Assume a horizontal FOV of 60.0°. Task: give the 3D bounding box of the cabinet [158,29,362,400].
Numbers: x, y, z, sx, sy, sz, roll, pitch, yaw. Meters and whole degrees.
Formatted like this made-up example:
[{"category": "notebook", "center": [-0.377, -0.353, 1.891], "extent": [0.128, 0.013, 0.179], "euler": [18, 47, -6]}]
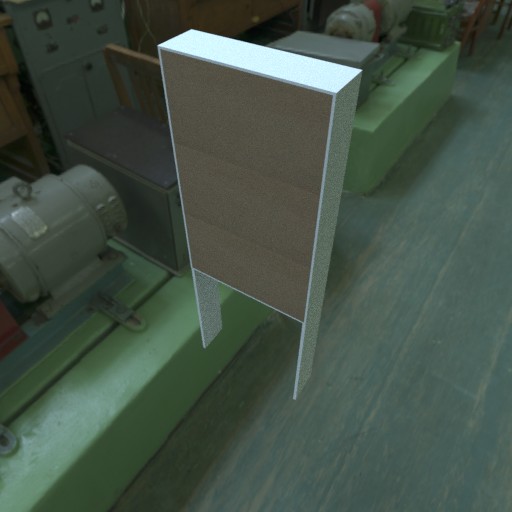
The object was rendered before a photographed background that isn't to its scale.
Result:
[{"category": "cabinet", "center": [0.000, 0.000, 2.013], "extent": [0.643, 1.770, 0.192], "euler": [24, 50, 22]}]
